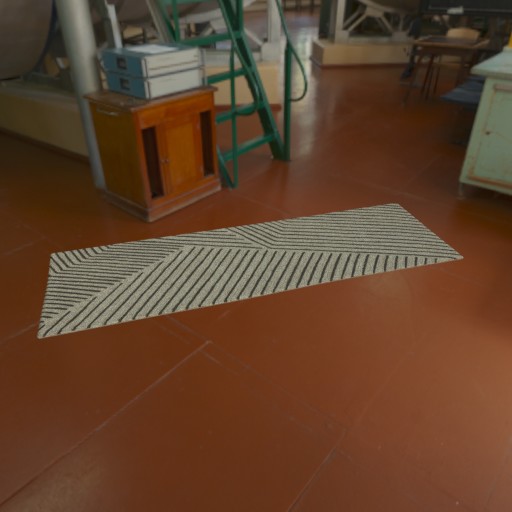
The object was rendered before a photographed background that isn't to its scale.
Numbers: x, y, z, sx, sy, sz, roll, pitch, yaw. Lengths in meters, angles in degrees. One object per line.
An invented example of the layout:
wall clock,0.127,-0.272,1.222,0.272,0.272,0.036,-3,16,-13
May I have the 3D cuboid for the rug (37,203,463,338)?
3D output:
rug,0.000,0.000,2.739,2.439,0.020,0.773,-9,35,-14
